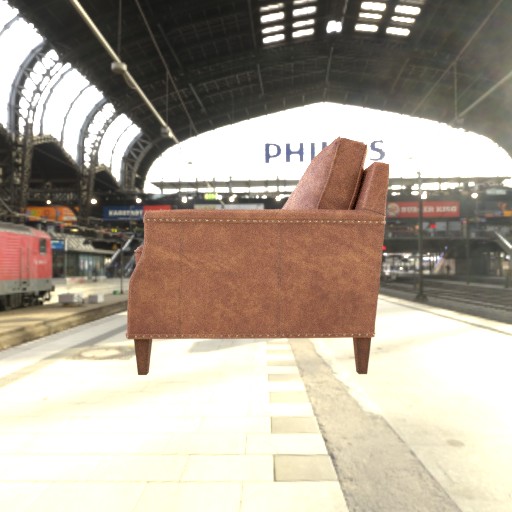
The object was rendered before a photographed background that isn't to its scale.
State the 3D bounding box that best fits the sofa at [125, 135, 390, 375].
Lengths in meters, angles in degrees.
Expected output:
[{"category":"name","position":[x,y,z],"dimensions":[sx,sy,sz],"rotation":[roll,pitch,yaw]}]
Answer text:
[{"category":"sofa","position":[0.000,0.000,2.862],"dimensions":[1.084,1.003,2.246],"rotation":[0,-1,-1]}]
